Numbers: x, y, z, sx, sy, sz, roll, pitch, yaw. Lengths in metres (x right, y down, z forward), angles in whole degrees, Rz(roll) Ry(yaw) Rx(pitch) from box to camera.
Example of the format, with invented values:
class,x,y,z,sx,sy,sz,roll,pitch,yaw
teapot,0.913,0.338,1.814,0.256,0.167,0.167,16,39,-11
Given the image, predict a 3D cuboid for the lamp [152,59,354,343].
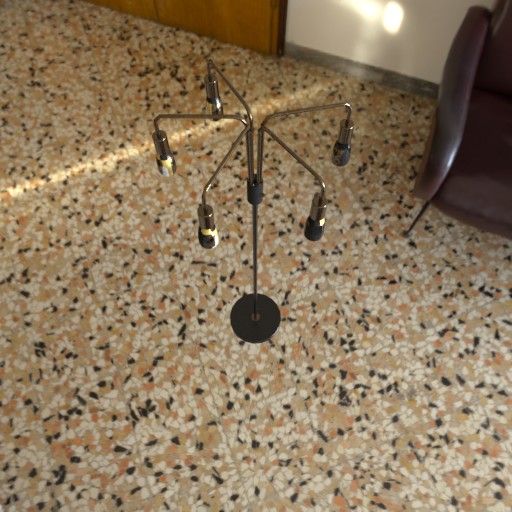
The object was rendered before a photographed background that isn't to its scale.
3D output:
class,x,y,z,sx,sy,sz,roll,pitch,yaw
lamp,0.000,0.000,1.950,0.599,1.721,0.572,-12,65,-6
